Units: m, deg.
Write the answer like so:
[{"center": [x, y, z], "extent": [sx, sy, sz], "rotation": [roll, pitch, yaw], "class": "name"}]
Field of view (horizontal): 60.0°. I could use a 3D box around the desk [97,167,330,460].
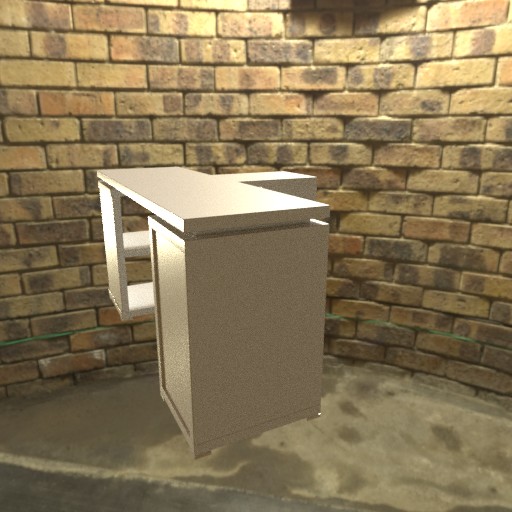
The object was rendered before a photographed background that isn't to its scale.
[{"center": [0.000, 0.000, 2.167], "extent": [1.200, 0.753, 1.524], "rotation": [-8, 18, -26], "class": "desk"}]
